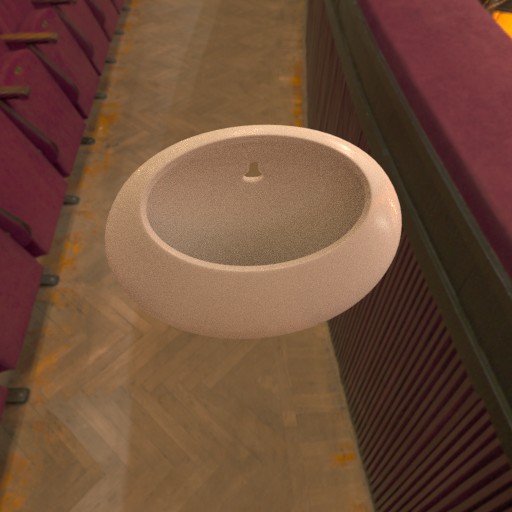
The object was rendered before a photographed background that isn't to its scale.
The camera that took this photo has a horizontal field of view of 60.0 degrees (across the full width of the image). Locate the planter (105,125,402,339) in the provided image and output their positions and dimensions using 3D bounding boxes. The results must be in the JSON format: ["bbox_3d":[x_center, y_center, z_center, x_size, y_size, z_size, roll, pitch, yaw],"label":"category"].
[{"bbox_3d":[0.000,0.000,0.284,0.185,0.188,0.043,-4,48,-3],"label":"planter"}]
